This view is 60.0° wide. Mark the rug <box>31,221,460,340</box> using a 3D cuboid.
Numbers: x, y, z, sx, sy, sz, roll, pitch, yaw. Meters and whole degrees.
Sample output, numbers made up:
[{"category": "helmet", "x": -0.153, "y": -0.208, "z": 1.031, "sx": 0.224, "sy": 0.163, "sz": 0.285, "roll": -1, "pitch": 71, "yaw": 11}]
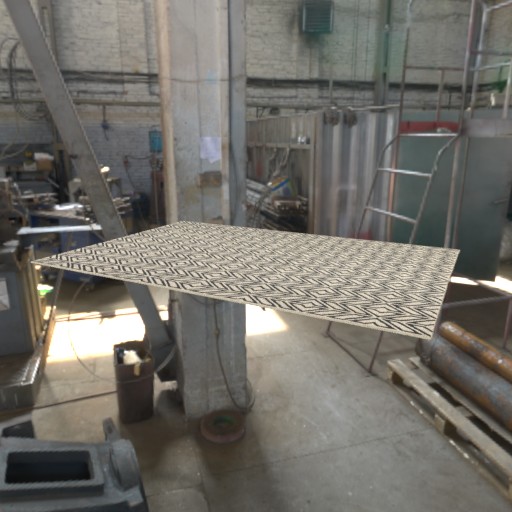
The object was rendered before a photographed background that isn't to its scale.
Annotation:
[{"category": "rug", "x": 0.000, "y": 0.000, "z": 2.259, "sx": 1.828, "sy": 0.007, "sz": 1.220, "roll": 8, "pitch": 17, "yaw": 27}]
